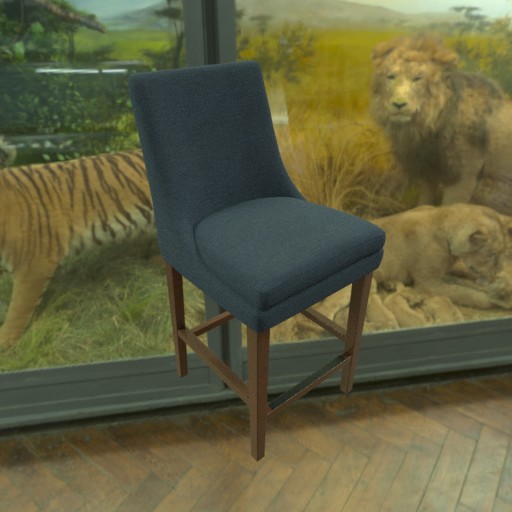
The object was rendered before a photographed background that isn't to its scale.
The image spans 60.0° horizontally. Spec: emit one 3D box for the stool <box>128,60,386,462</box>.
[{"bbox_3d":[0.000,0.000,1.299,0.470,0.981,0.577,-23,38,-33],"label":"stool"}]
